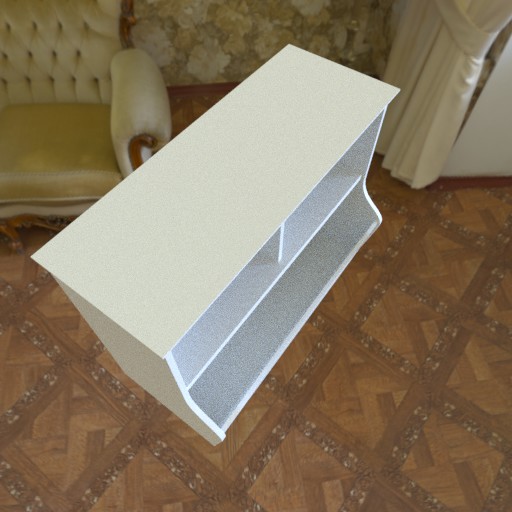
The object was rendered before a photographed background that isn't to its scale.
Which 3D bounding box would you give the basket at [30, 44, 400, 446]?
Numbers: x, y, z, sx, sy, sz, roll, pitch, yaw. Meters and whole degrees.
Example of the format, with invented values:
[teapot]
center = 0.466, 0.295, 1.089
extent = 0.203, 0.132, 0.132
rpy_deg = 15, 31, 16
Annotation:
[basket]
center = 0.000, 0.000, 1.134
extent = 0.376, 0.625, 0.792
rpy_deg = 31, 62, 19
